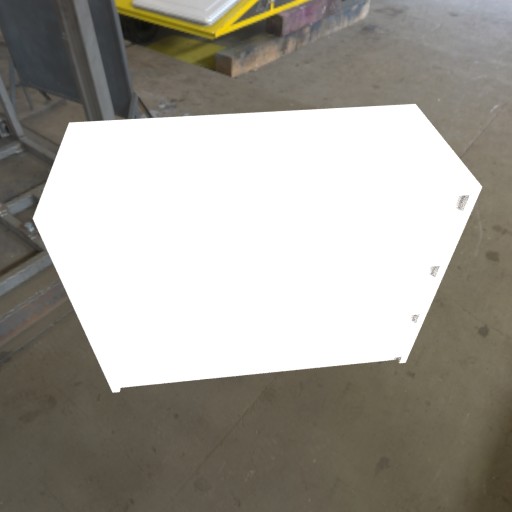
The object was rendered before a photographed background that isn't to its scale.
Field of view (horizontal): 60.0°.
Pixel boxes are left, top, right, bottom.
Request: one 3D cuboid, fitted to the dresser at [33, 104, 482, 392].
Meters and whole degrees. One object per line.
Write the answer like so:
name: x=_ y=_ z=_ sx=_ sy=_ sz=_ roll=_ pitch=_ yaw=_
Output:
dresser: x=0.000 y=0.000 z=1.527 sx=1.100 sy=0.820 sz=0.460 roll=-5 pitch=45 yaw=-5
